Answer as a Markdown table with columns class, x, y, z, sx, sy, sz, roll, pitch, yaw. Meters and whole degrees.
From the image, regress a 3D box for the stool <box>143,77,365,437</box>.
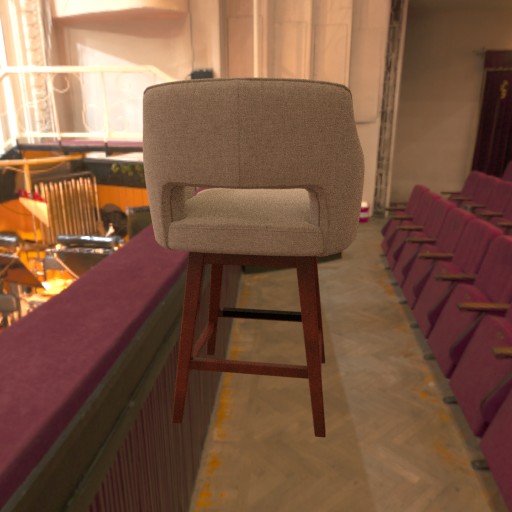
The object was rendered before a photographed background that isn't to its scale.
| class | x | y | z | sx | sy | sz | roll | pitch | yaw |
| --- | --- | --- | --- | --- | --- | --- | --- | --- | --- |
| stool | 0.000 | 0.000 | 1.323 | 0.599 | 0.944 | 0.558 | 2 | 17 | 8 |
